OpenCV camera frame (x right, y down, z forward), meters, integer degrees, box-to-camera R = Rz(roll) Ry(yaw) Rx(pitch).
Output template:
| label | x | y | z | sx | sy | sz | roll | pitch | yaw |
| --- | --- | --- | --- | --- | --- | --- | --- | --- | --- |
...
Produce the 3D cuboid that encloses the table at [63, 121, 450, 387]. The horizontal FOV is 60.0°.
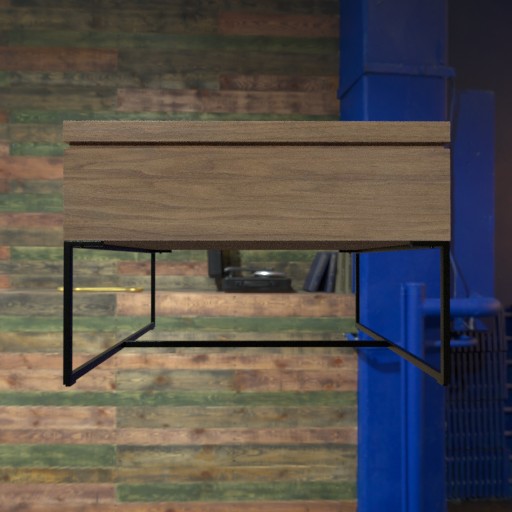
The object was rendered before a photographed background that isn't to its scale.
| label | x | y | z | sx | sy | sz | roll | pitch | yaw |
| --- | --- | --- | --- | --- | --- | --- | --- | --- | --- |
| table | 0.000 | 0.000 | 1.109 | 0.679 | 0.464 | 0.676 | 0 | -1 | 0 |
